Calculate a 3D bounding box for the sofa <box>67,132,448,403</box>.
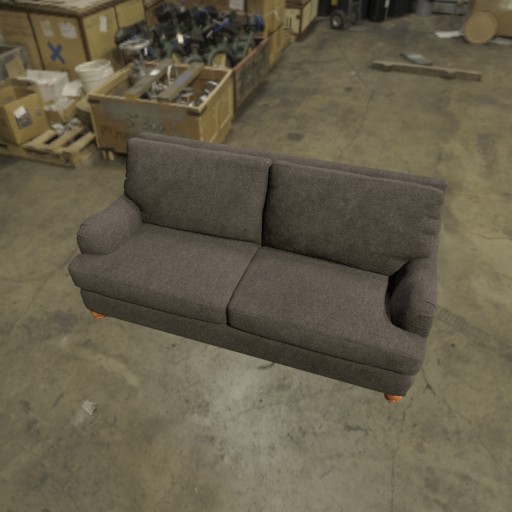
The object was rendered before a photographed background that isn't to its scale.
[{"bbox_3d":[0.000,0.000,2.838,2.160,1.054,1.087,12,42,14],"label":"sofa"}]
